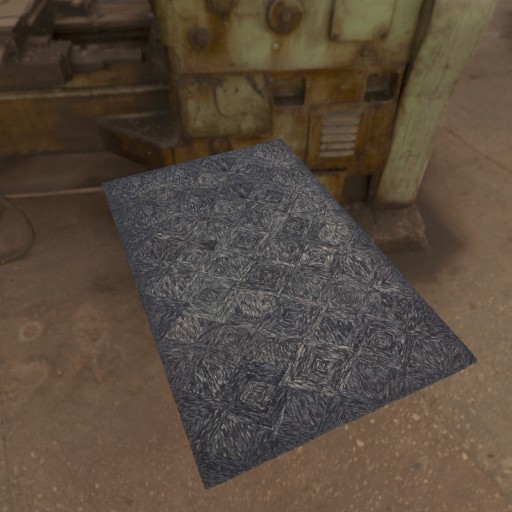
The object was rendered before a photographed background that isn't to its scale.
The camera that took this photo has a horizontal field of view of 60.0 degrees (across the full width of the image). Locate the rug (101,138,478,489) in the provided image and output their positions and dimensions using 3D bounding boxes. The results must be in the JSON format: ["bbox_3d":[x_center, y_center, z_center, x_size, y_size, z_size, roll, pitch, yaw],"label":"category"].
[{"bbox_3d":[0.000,0.000,2.124,1.139,0.010,1.754,-18,49,-16],"label":"rug"}]
